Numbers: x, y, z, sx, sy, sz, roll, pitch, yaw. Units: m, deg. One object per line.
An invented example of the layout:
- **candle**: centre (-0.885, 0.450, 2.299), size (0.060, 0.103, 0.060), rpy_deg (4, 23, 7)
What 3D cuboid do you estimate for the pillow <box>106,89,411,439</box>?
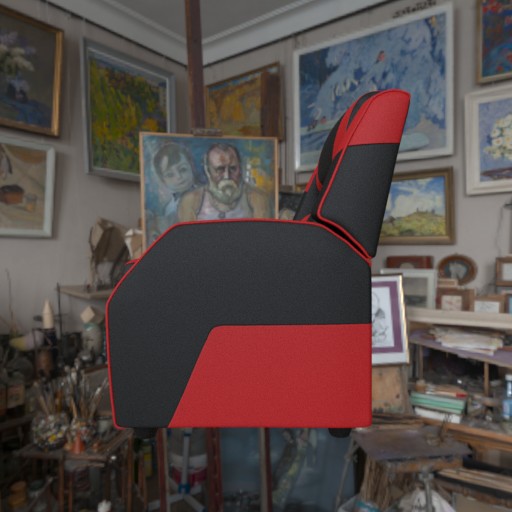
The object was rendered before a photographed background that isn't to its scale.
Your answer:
- **pillow**: centre (0.000, 0.000, 1.259), size (0.672, 0.805, 0.620), rpy_deg (0, 0, -1)
